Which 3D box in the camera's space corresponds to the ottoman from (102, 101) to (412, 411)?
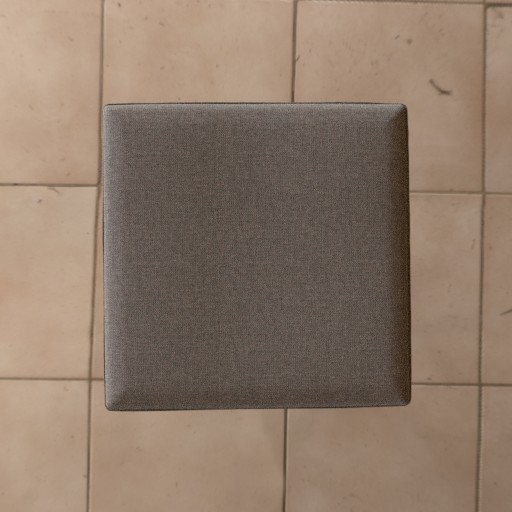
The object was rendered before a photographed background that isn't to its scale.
[{"bbox_3d":[0.000,0.000,1.611,1.023,0.423,1.017,0,90,-1],"label":"ottoman"}]
